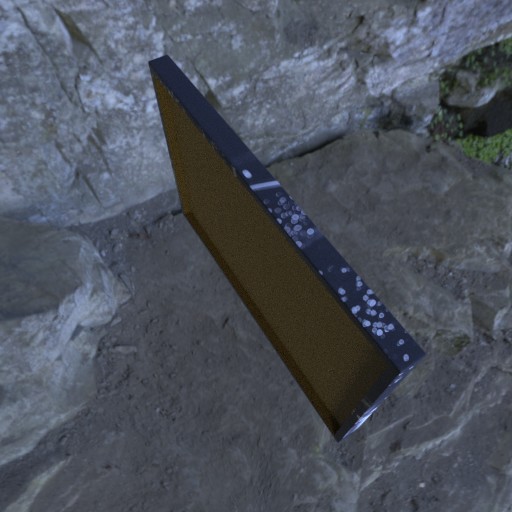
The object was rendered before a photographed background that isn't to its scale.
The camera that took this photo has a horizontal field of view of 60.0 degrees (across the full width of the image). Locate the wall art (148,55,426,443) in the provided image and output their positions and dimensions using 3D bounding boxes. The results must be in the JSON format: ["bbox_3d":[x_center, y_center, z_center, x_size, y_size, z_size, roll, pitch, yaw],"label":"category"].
[{"bbox_3d":[0.000,0.000,0.762,0.037,0.406,0.609,-28,62,-16],"label":"wall art"}]
